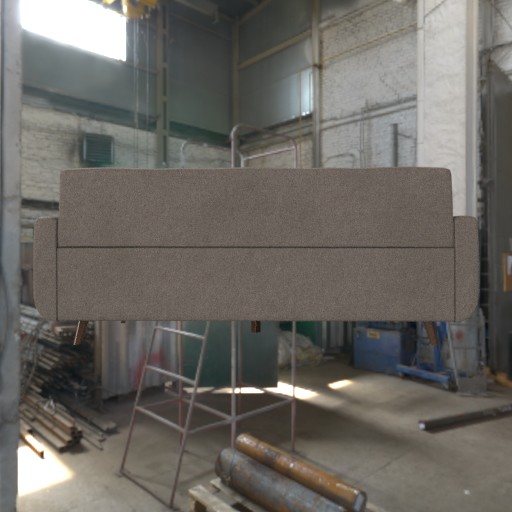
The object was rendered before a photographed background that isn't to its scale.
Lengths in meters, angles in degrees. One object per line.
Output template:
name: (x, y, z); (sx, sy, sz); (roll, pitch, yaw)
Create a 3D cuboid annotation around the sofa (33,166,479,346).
sofa: (0.000, 0.000, 2.457); (2.029, 0.841, 0.909); (0, 0, 1)
